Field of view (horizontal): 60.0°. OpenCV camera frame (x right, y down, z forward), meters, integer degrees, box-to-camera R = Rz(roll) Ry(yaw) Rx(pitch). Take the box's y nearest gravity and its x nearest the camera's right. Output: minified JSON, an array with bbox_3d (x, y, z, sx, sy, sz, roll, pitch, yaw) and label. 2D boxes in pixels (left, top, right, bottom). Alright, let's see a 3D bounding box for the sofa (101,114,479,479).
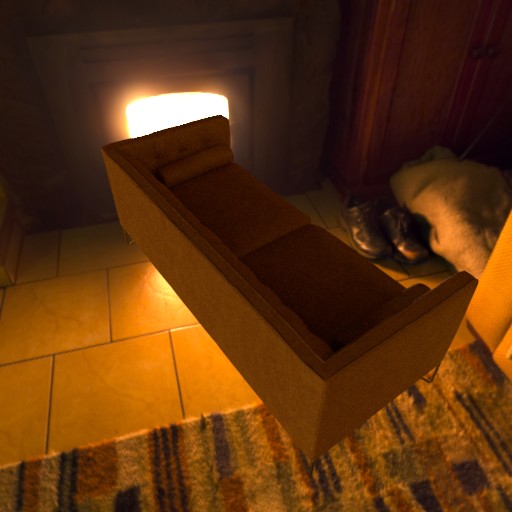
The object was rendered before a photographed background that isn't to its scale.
[{"bbox_3d":[0.000,0.000,2.561,0.912,0.798,2.079,-25,47,-26],"label":"sofa"}]
